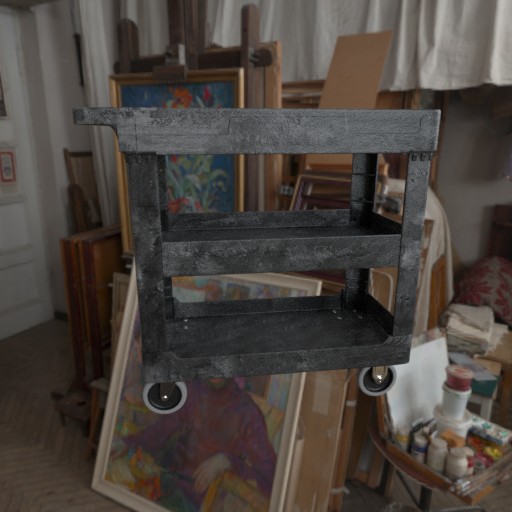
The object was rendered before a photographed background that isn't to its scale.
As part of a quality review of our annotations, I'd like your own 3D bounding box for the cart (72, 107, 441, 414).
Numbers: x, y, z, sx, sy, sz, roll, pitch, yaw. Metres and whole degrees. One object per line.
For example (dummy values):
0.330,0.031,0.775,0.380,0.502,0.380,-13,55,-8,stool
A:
0.000,0.000,1.331,0.877,0.824,0.420,-2,16,-8,cart
